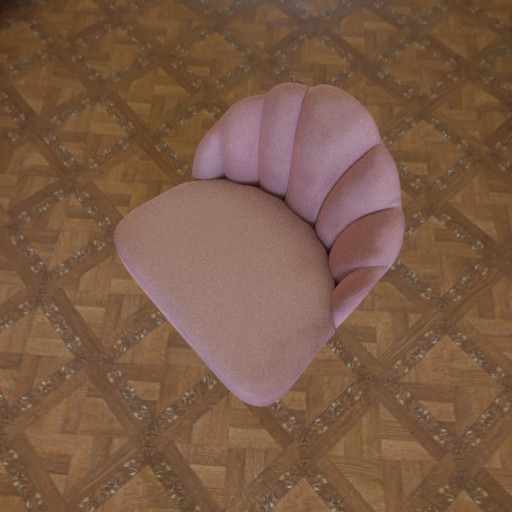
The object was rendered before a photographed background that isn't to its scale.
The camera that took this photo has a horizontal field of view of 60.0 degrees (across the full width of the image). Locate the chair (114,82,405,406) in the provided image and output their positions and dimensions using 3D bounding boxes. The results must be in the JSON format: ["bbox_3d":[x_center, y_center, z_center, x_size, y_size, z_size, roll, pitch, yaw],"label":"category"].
[{"bbox_3d":[0.000,0.000,1.268,0.599,0.819,0.657,-39,70,-17],"label":"chair"}]
